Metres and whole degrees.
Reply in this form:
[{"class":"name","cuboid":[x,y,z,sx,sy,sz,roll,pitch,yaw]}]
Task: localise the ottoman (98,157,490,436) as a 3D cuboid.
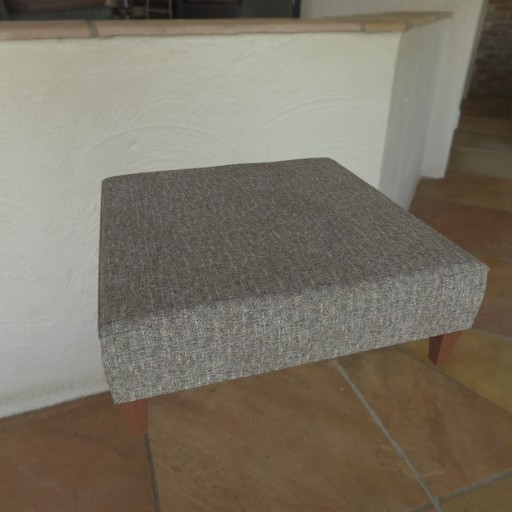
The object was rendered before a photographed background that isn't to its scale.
[{"class":"ottoman","cuboid":[0.000,0.000,1.502,0.981,0.379,1.016,-8,31,-14]}]
